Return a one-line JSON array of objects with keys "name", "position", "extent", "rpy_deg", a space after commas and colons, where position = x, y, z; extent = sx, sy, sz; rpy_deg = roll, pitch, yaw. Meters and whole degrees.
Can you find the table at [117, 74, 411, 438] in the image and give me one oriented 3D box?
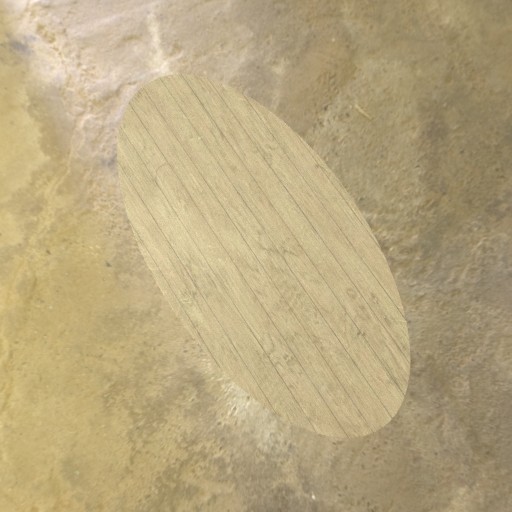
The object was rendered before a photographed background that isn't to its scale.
[{"name": "table", "position": [0.000, 0.000, 1.322], "extent": [0.542, 0.390, 1.083], "rpy_deg": [-32, 79, -7]}]
